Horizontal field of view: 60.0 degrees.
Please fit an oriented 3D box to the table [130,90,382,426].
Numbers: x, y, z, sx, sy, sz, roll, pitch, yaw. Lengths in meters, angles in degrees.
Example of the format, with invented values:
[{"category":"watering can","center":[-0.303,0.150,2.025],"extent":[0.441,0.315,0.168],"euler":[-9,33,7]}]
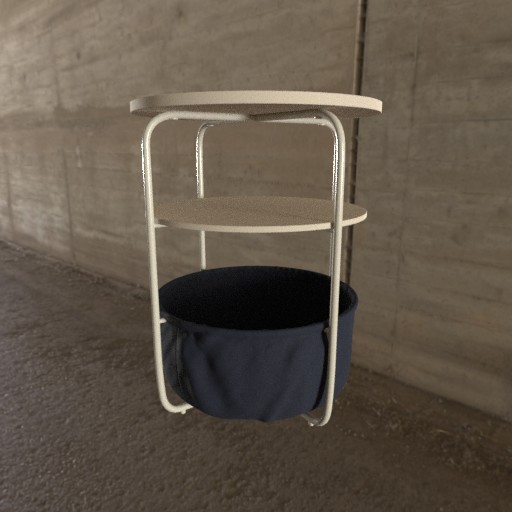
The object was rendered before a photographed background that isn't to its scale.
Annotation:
[{"category":"table","center":[0.000,0.000,0.825],"extent":[0.418,0.532,0.418],"euler":[2,14,9]}]
